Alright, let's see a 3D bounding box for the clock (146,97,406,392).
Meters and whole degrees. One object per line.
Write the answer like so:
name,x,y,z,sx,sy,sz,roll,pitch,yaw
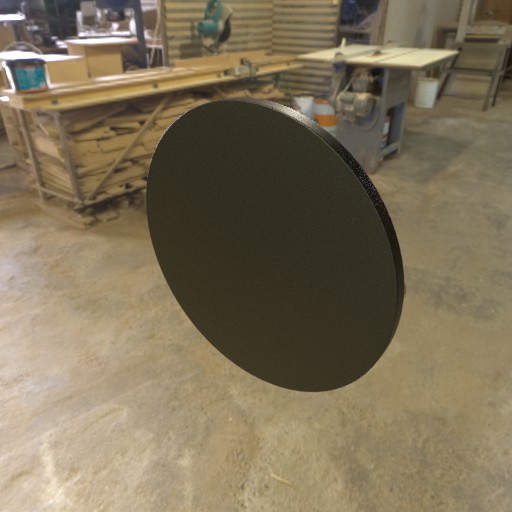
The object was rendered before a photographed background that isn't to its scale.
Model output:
clock,0.000,0.000,0.666,0.454,0.454,0.038,21,36,32
